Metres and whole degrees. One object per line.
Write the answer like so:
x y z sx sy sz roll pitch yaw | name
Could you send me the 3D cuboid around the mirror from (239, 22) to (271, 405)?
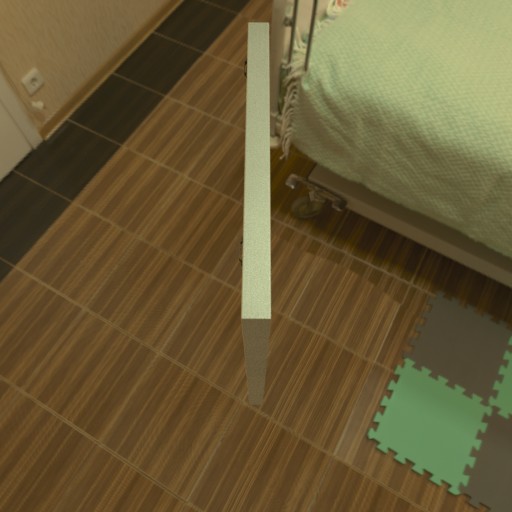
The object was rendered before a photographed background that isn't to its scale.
0.000 0.000 0.936 0.039 0.710 0.507 0 64 0 | mirror
